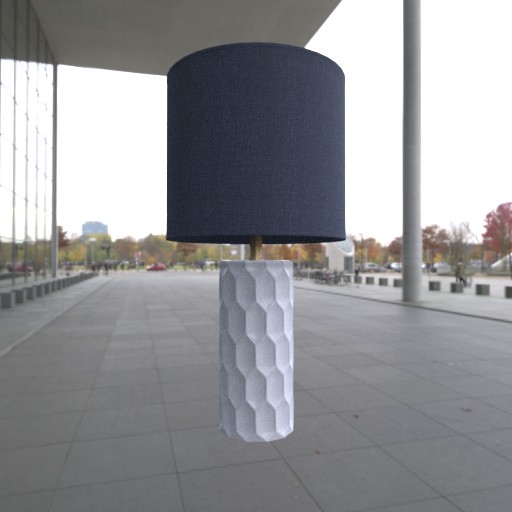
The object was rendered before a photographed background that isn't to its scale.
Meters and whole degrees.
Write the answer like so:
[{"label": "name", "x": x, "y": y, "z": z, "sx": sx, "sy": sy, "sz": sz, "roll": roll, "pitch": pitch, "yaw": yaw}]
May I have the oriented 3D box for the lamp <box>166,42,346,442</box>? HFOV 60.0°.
[{"label": "lamp", "x": 0.000, "y": 0.000, "z": 0.693, "sx": 0.277, "sy": 0.537, "sz": 0.277, "roll": 0, "pitch": -1, "yaw": 0}]
